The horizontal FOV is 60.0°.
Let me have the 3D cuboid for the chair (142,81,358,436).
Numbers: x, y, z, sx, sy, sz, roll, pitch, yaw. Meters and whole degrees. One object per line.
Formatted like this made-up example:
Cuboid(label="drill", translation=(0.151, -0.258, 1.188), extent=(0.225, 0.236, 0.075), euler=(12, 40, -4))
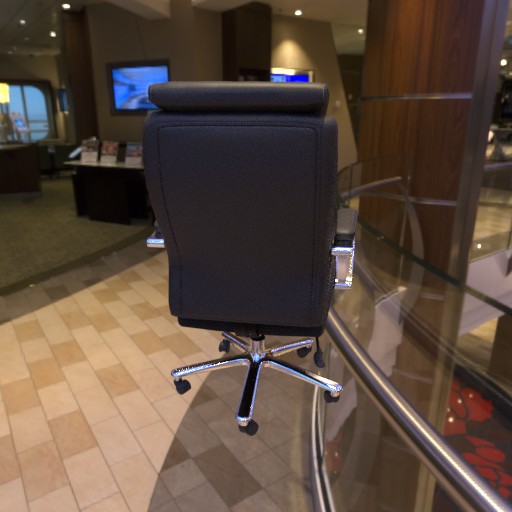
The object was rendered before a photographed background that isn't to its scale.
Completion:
Cuboid(label="chair", translation=(0.000, 0.000, 1.666), extent=(0.755, 1.183, 0.790), euler=(3, 18, 9))
